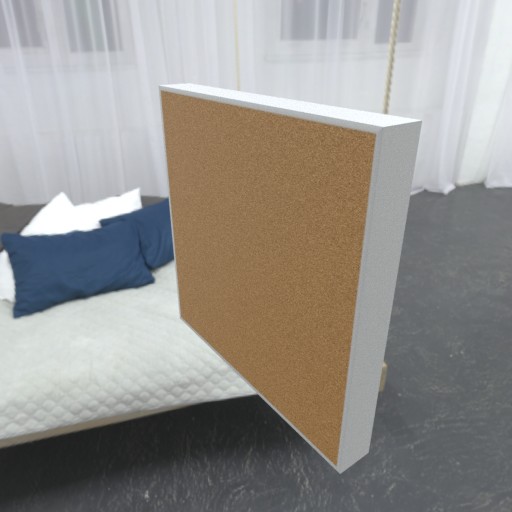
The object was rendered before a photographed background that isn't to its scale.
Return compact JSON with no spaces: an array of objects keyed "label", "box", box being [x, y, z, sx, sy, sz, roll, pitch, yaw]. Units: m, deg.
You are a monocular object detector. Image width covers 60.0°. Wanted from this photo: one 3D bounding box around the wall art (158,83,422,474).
[{"label":"wall art","box":[0.000,0.000,0.450,0.038,0.304,0.305,-18,32,-32]}]
